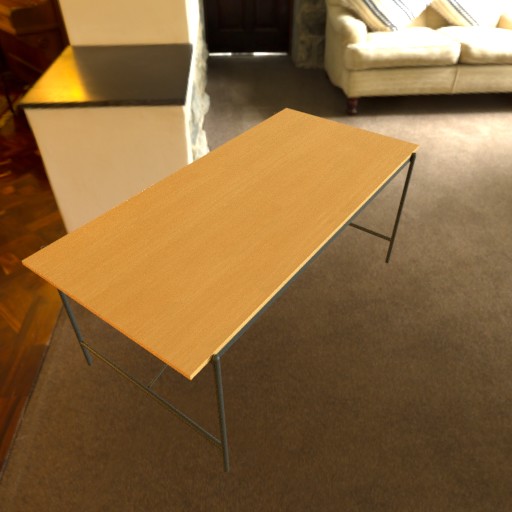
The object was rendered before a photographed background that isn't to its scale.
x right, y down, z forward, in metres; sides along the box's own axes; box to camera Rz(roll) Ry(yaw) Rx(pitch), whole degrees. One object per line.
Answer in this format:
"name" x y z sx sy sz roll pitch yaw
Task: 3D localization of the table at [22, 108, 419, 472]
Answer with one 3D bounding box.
"table" 0.000 0.000 2.262 0.900 0.758 1.800 25 47 27
